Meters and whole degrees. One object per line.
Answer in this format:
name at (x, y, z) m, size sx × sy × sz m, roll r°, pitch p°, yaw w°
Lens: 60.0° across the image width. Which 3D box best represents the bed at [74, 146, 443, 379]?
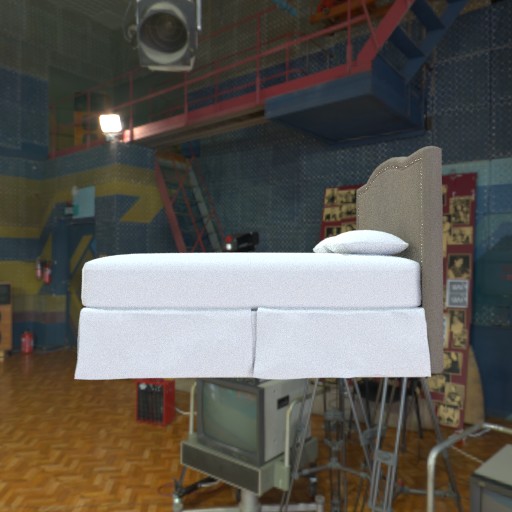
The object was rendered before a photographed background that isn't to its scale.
bed at (0.000, 0.000, 3.352) m, size 2.128 × 1.441 × 1.744 m, roll 0°, pitch 0°, yaw 0°
